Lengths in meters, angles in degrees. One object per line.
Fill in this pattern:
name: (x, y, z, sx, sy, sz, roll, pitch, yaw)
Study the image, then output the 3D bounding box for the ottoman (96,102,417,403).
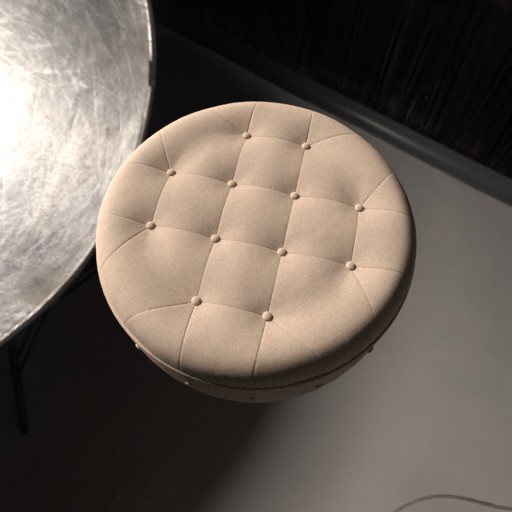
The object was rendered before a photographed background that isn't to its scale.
ottoman: (0.000, 0.000, 1.342, 0.848, 0.494, 0.848, 0, 64, 0)
